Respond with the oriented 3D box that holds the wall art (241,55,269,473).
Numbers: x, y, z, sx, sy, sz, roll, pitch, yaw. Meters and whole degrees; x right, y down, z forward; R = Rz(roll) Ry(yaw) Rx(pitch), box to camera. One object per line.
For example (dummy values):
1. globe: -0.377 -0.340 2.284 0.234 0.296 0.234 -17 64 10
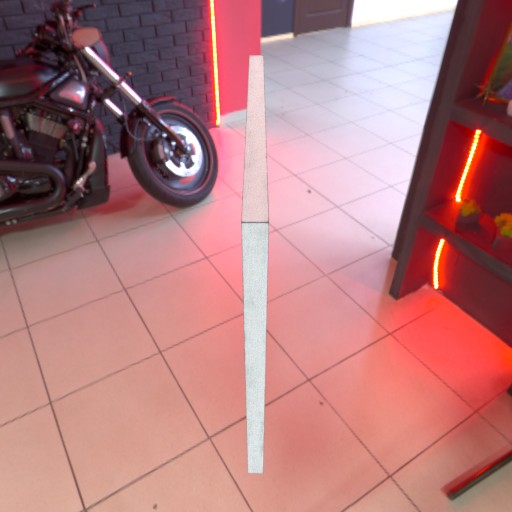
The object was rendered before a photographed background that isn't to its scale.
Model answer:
1. wall art: 0.000 0.000 1.141 0.038 0.762 0.762 0 40 0
